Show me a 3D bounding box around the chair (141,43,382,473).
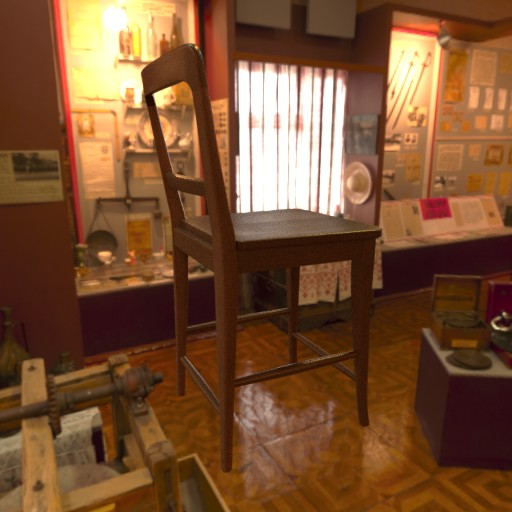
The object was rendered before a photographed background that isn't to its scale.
[{"bbox_3d":[0.000,0.000,1.250,0.546,0.991,0.450,-7,15,-25],"label":"chair"}]
